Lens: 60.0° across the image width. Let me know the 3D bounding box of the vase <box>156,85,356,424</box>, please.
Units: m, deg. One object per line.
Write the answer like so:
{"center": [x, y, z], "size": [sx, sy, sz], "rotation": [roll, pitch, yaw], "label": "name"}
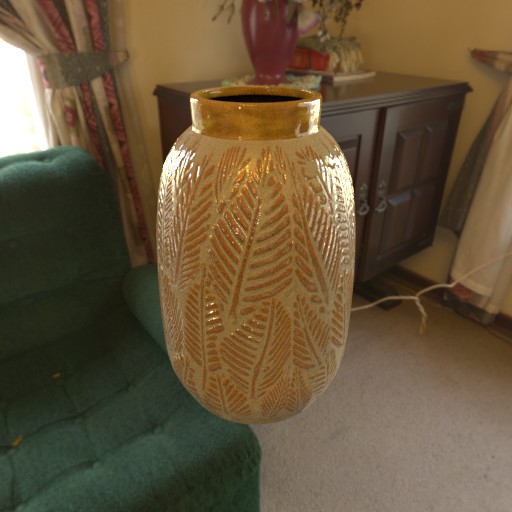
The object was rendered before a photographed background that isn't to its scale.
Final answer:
{"center": [0.000, 0.000, 0.388], "size": [0.172, 0.270, 0.172], "rotation": [0, 28, 0], "label": "vase"}
